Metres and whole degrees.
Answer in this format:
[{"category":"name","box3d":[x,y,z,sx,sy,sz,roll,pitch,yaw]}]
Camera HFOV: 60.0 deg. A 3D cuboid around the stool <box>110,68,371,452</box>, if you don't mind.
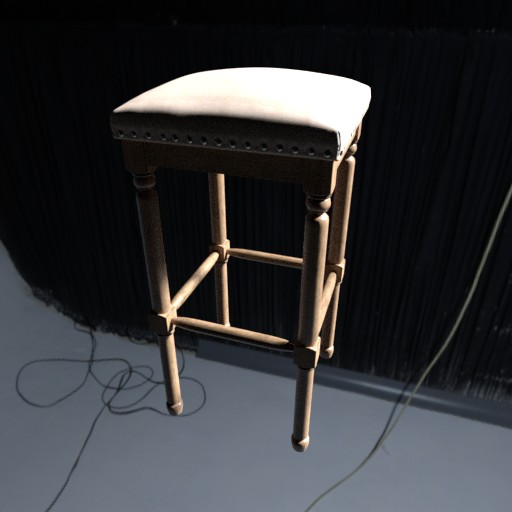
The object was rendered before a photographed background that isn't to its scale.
[{"category":"stool","box3d":[0.000,0.000,0.986,0.382,0.768,0.383,10,32,16]}]
